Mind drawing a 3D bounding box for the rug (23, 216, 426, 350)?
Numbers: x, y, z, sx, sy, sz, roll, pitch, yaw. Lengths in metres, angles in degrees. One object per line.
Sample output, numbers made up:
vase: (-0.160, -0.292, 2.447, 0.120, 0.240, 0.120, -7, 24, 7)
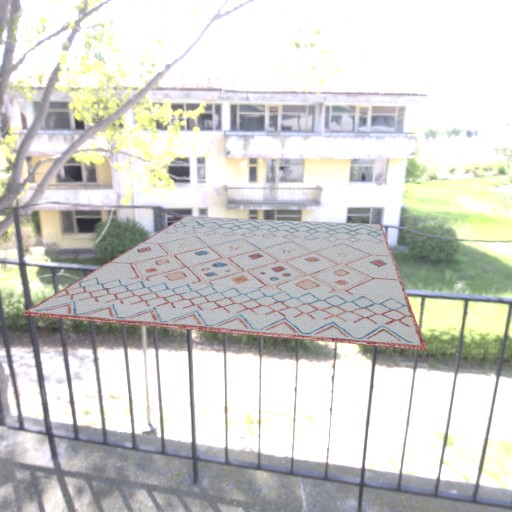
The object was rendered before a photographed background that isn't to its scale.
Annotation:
rug: (0.000, 0.000, 4.022, 2.441, 0.016, 3.050, 3, 17, 10)
